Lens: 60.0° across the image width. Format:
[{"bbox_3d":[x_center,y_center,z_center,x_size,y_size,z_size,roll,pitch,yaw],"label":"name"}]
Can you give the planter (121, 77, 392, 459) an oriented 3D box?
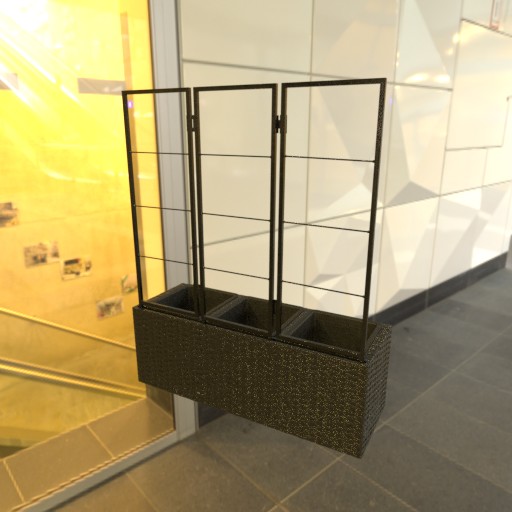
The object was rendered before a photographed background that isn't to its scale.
[{"bbox_3d":[0.000,0.000,1.187,0.698,0.841,0.244,9,18,27],"label":"planter"}]
